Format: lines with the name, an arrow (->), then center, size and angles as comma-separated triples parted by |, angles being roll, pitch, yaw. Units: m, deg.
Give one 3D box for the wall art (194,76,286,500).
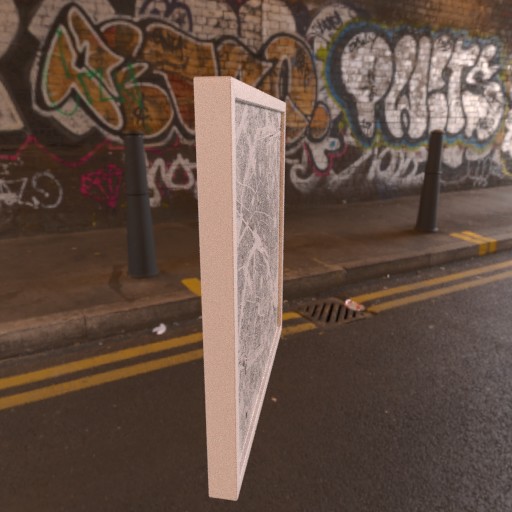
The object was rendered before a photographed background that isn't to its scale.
wall art -> 0.000, 0.000, 0.739 | 0.038, 0.508, 0.508 | 3, 17, 9
